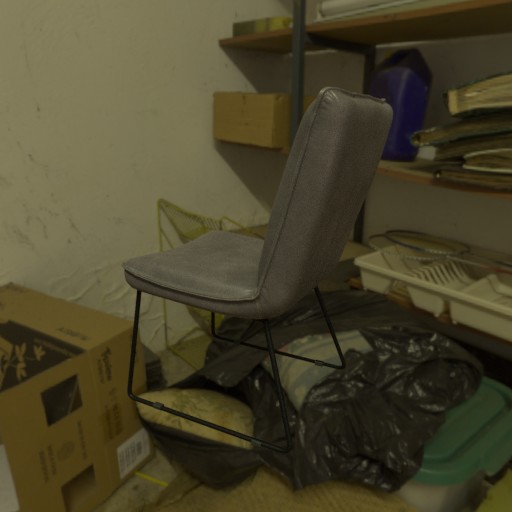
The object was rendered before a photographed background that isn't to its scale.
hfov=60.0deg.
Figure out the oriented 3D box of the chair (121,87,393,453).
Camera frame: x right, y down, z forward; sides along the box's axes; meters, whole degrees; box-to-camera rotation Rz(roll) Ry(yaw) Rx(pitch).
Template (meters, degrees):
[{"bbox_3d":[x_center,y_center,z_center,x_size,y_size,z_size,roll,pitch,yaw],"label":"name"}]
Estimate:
[{"bbox_3d":[0.000,0.000,1.378,0.688,0.932,0.515,8,18,27],"label":"chair"}]
